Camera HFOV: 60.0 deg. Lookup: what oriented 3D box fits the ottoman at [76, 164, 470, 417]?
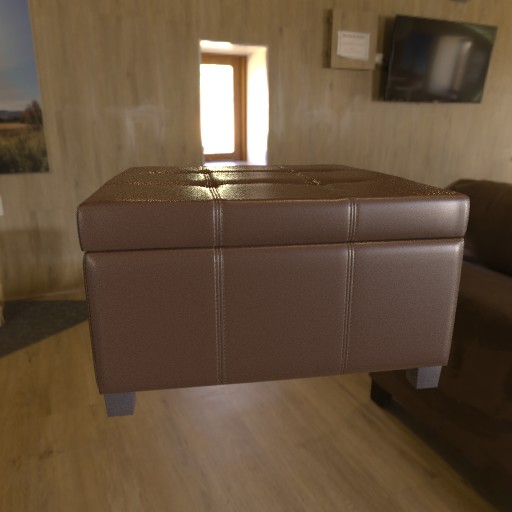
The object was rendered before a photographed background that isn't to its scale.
[{"bbox_3d":[0.000,0.000,1.271,0.788,0.460,0.787,-2,16,-8],"label":"ottoman"}]
